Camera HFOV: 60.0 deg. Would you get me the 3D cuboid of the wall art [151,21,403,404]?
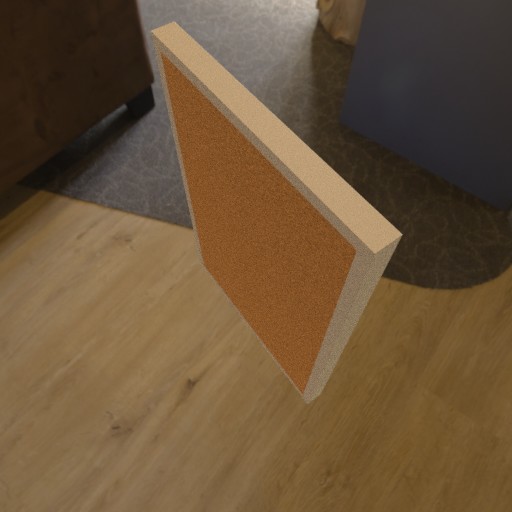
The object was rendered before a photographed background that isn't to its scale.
[{"bbox_3d":[0.000,0.000,0.815,0.038,0.657,0.450,-32,64,-17],"label":"wall art"}]
